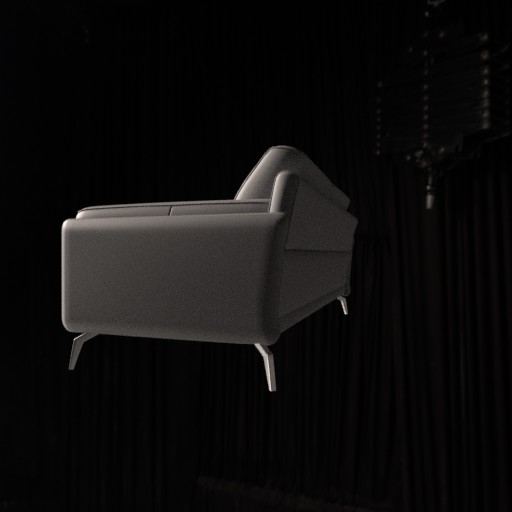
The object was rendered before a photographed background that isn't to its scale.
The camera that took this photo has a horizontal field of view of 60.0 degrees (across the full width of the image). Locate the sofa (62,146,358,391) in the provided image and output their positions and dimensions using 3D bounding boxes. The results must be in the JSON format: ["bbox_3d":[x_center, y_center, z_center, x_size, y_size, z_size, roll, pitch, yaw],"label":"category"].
[{"bbox_3d":[0.000,0.000,2.578,0.969,0.900,2.100,0,0,18],"label":"sofa"}]
